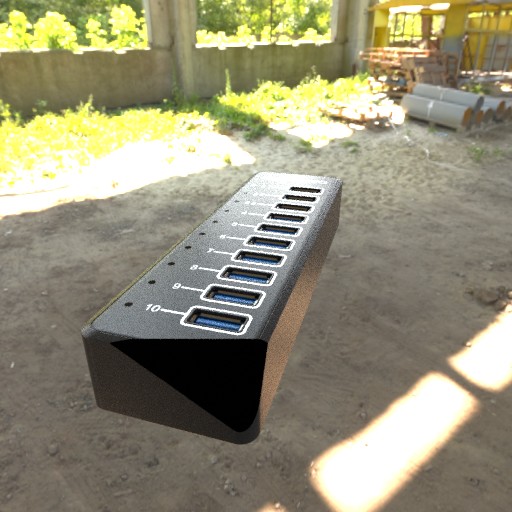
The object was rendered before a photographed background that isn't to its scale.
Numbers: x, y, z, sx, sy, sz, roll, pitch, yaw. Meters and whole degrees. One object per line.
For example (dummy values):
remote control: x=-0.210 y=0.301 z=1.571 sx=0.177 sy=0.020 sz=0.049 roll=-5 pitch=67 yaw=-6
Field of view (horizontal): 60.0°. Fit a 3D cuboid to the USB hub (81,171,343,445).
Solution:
USB hub: x=0.000 y=0.000 z=0.163 sx=0.044 sy=0.023 sz=0.145 roll=8 pitch=27 yaw=15
